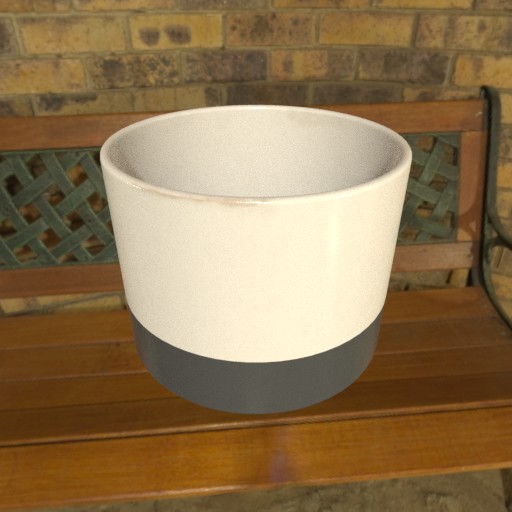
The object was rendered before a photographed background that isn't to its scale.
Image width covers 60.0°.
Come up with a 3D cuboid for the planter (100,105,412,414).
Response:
[{"bbox_3d":[0.000,0.000,0.331,0.193,0.177,0.193,0,31,0],"label":"planter"}]
